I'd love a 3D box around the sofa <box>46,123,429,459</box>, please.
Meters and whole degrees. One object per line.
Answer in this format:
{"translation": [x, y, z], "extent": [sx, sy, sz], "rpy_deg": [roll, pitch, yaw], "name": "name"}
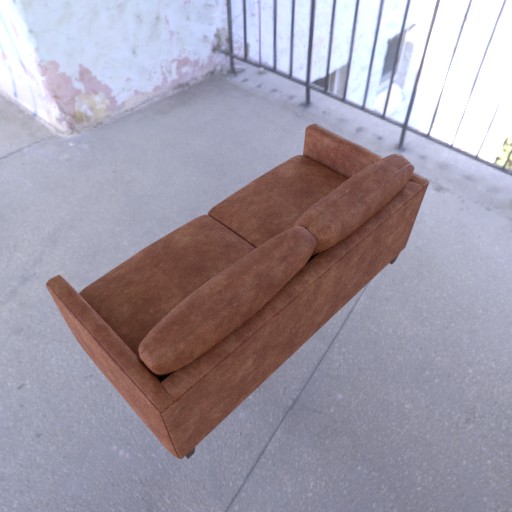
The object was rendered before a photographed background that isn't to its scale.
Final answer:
{"translation": [0.000, 0.000, 2.501], "extent": [0.923, 0.863, 1.971], "rpy_deg": [36, 57, 28], "name": "sofa"}
